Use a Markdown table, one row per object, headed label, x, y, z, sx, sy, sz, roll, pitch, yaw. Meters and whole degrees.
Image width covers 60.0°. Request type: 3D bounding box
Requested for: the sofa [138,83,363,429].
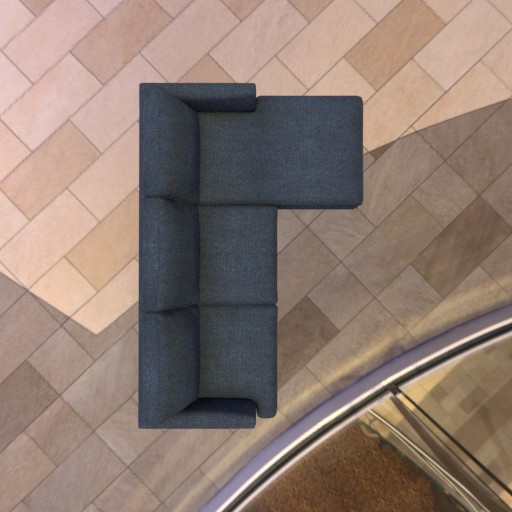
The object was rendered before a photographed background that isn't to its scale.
| label | x | y | z | sx | sy | sz | roll | pitch | yaw |
| --- | --- | --- | --- | --- | --- | --- | --- | --- | --- |
| sofa | 0.000 | 0.000 | 3.045 | 1.504 | 0.956 | 2.233 | 0 | 89 | 0 |
